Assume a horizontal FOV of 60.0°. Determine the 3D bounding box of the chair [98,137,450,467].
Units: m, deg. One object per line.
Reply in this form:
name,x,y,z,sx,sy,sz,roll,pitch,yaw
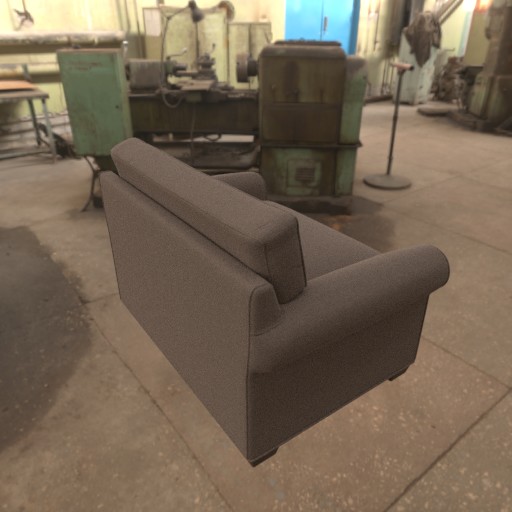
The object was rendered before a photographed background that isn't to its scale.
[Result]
chair,0.000,0.000,2.004,0.930,0.930,1.390,-18,33,-31
